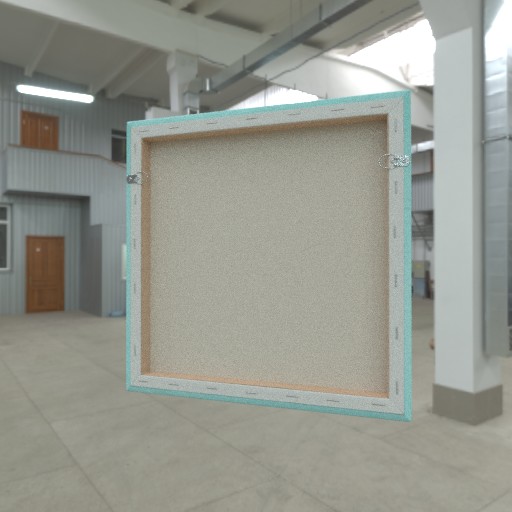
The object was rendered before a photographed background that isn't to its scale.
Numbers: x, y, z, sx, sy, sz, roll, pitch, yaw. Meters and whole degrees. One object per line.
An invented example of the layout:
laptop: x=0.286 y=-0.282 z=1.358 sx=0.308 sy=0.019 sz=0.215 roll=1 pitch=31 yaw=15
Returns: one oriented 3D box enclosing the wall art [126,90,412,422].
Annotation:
wall art: x=0.000 y=0.000 z=1.156 sx=0.765 sy=0.766 sz=0.054 roll=0 pitch=0 yaw=18
